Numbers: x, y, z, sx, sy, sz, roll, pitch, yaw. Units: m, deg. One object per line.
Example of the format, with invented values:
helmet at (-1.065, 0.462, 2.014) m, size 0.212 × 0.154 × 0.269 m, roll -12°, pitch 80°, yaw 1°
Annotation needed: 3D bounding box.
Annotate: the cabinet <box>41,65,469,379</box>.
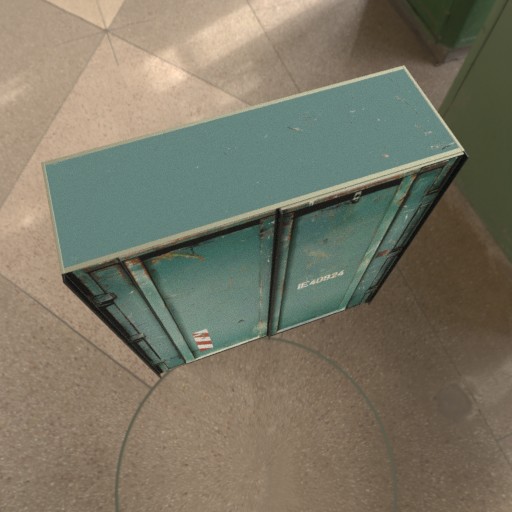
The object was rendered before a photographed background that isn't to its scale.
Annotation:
cabinet at (0.000, 0.000, 3.155) m, size 2.000 × 2.160 × 0.680 m, roll -18°, pitch 65°, yaw -9°
